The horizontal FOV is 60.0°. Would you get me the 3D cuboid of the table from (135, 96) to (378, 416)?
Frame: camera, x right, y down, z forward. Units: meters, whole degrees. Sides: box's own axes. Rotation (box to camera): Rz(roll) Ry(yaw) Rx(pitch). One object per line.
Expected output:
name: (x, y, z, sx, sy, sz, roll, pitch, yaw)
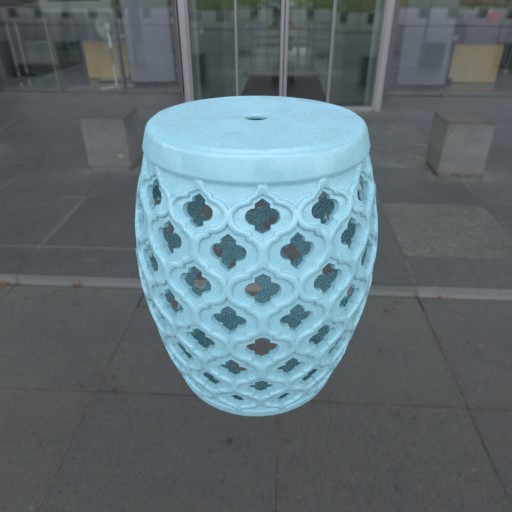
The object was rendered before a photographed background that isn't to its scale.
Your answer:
table: (0.000, 0.000, 0.629, 0.325, 0.388, 0.325, 0, 31, 0)
